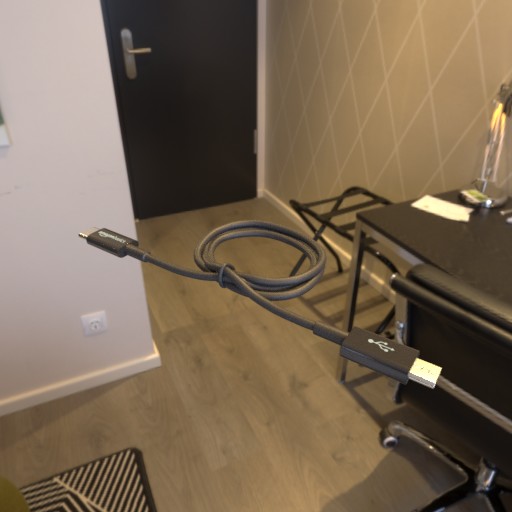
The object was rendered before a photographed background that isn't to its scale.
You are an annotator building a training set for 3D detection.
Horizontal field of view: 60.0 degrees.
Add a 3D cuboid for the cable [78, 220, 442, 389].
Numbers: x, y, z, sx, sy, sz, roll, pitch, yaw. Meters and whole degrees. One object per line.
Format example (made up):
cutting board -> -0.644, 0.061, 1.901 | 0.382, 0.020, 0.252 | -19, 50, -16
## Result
cable -> 0.000, 0.000, 0.219 | 0.192, 0.014, 0.070 | 19, 36, 29
